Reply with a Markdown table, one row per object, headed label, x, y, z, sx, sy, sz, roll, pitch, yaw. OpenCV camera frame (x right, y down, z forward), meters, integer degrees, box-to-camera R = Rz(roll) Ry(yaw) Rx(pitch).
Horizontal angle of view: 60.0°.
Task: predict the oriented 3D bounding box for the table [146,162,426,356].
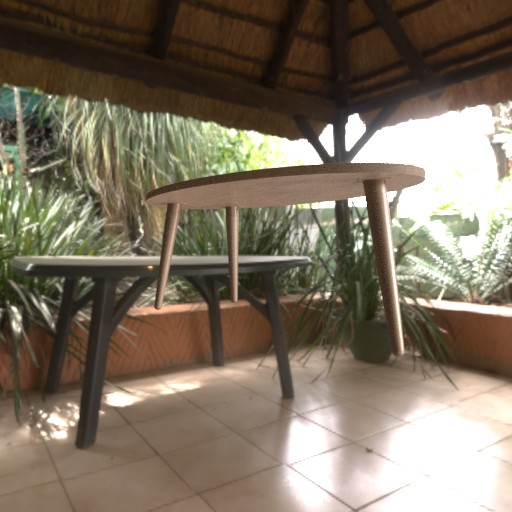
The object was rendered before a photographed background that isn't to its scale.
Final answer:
| label | x | y | z | sx | sy | sz | roll | pitch | yaw |
| --- | --- | --- | --- | --- | --- | --- | --- | --- | --- |
| table | 0.000 | 0.000 | 1.329 | 0.542 | 0.390 | 1.083 | -1 | 2 | -35 |
